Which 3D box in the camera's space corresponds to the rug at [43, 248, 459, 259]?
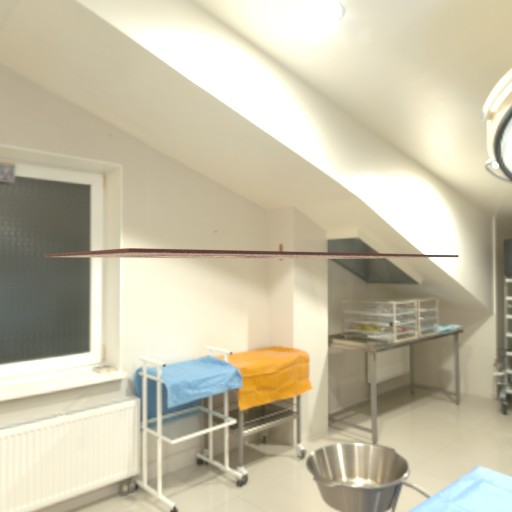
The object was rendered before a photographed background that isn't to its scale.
[{"bbox_3d":[0.000,0.000,5.852,4.578,0.033,3.033,1,-1,-37],"label":"rug"}]
